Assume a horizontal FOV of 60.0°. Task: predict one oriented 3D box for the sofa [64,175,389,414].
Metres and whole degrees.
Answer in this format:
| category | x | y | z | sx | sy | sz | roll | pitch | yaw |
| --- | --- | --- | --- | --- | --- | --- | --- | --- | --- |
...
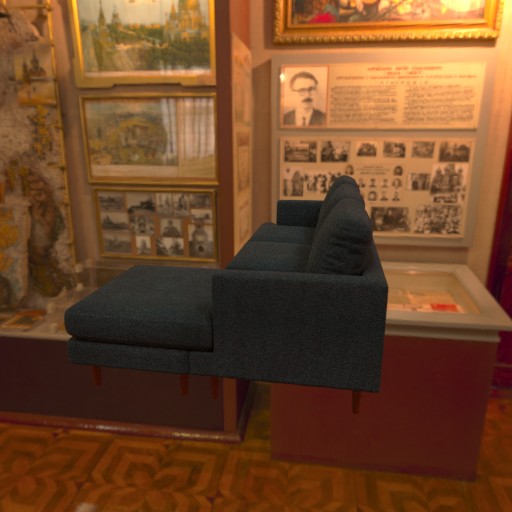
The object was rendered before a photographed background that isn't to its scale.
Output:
| category | x | y | z | sx | sy | sz | roll | pitch | yaw |
| --- | --- | --- | --- | --- | --- | --- | --- | --- | --- |
| sofa | 0.000 | 0.000 | 3.038 | 1.504 | 0.956 | 2.233 | 3 | 16 | 10 |
